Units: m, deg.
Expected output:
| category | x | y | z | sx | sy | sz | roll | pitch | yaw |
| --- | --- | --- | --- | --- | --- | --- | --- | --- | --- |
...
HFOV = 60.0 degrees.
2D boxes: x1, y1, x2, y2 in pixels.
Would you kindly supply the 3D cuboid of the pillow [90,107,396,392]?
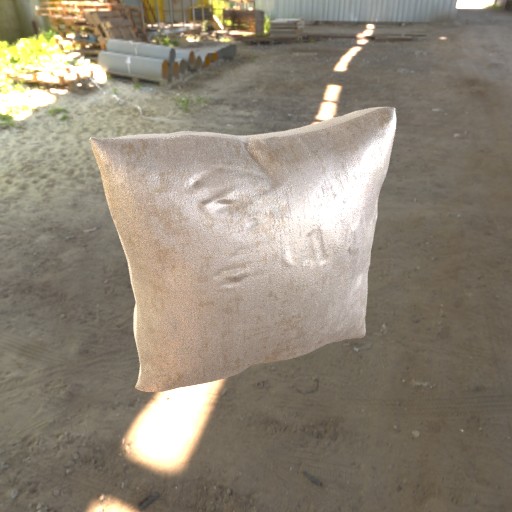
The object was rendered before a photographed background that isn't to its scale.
| category | x | y | z | sx | sy | sz | roll | pitch | yaw |
| --- | --- | --- | --- | --- | --- | --- | --- | --- | --- |
| pillow | 0.000 | 0.000 | 0.727 | 0.450 | 0.448 | 0.245 | -10 | 32 | -15 |
